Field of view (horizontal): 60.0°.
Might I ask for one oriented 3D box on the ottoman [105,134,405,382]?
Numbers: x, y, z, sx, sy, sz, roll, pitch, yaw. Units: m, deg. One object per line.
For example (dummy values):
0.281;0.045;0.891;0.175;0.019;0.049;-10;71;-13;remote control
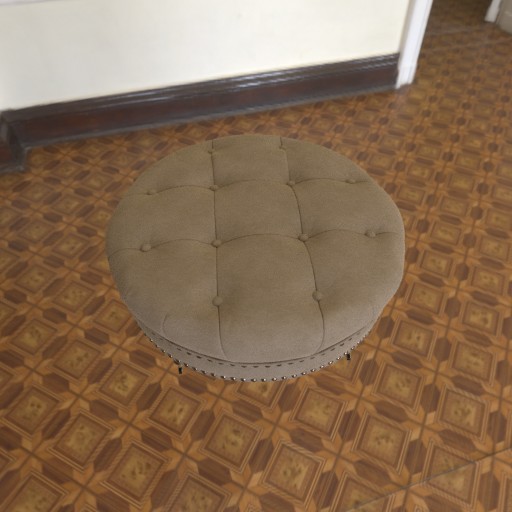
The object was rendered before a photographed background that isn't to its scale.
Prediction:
0.000;0.000;1.437;0.901;0.439;0.901;0;47;0;ottoman
